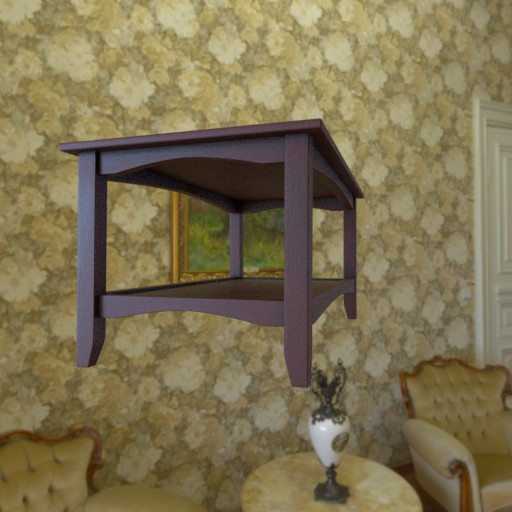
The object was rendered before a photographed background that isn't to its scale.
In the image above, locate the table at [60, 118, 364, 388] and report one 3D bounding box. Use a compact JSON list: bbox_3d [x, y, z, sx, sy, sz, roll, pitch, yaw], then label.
[{"bbox_3d":[0.000,0.000,1.263,0.533,0.456,0.943,0,0,18],"label":"table"}]
